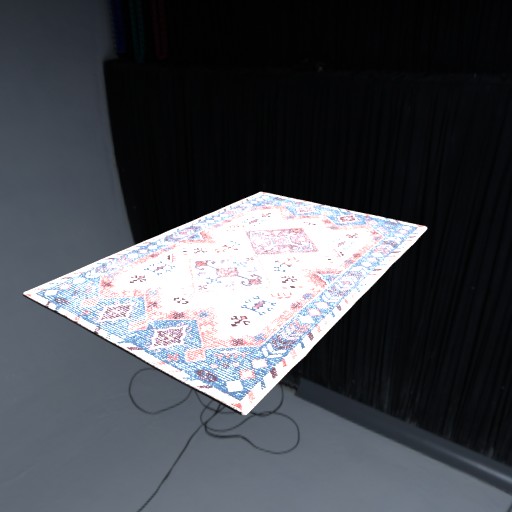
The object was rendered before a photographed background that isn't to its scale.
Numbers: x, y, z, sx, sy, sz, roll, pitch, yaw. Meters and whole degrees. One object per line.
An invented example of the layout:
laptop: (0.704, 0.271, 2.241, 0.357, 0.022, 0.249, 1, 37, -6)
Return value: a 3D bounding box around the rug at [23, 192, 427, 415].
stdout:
rug: (0.000, 0.000, 2.298, 1.225, 0.015, 1.840, 17, 30, 32)
